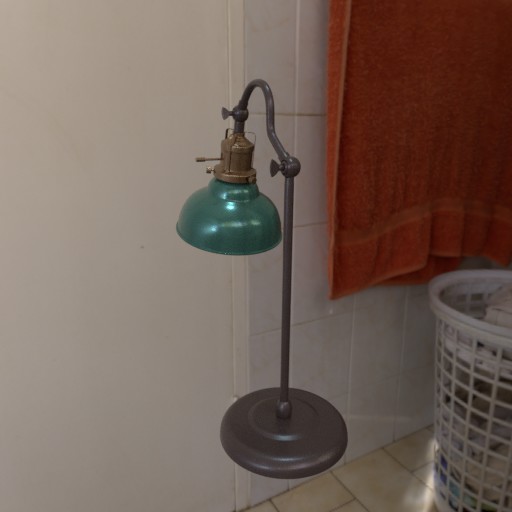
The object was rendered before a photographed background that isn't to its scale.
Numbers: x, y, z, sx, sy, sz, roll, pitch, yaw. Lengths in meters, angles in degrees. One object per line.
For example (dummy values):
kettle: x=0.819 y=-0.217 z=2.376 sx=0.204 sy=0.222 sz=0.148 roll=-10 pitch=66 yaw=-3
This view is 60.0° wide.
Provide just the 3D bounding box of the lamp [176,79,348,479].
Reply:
lamp: x=0.000 y=0.000 z=0.682 sx=0.192 sy=0.508 sz=0.374 roll=-8 pitch=18 yaw=-26
